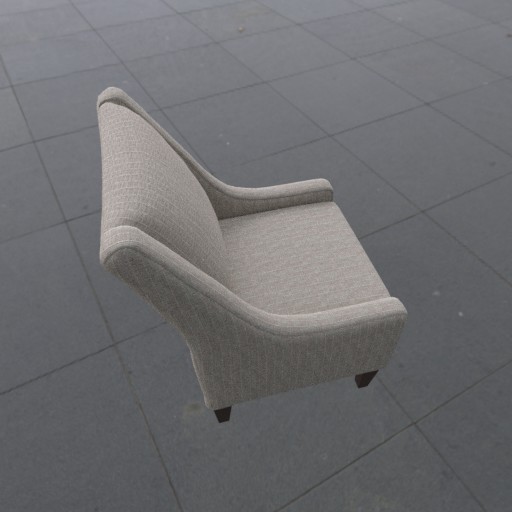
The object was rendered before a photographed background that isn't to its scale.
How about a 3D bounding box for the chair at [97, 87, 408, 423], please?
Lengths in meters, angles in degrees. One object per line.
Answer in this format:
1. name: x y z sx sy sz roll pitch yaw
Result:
1. chair: 0.000 0.000 1.591 0.870 1.014 0.774 -11 48 -10
